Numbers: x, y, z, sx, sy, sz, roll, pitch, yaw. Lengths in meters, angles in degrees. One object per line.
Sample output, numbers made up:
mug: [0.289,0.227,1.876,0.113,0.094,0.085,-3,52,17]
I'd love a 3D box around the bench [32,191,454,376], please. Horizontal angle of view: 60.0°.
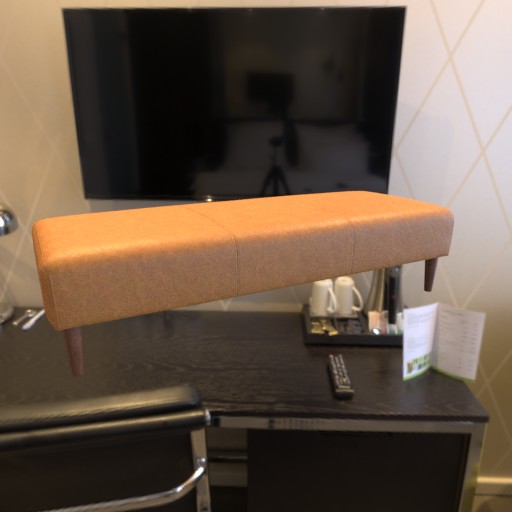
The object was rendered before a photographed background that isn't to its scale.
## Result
bench: [0.000,0.000,1.824,1.610,0.399,0.653,-9,19,-27]
